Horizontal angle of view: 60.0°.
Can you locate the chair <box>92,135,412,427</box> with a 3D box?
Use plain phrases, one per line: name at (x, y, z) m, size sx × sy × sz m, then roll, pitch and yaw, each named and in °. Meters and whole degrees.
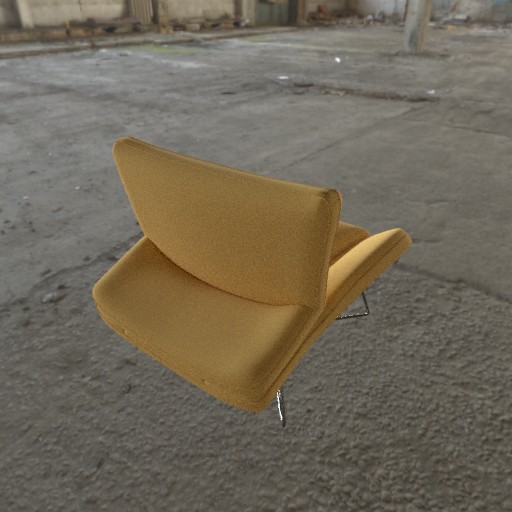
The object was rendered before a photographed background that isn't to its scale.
chair at (0.000, 0.000, 1.665) m, size 0.859 × 0.855 × 1.008 m, roll 21°, pitch 36°, yaw 32°
